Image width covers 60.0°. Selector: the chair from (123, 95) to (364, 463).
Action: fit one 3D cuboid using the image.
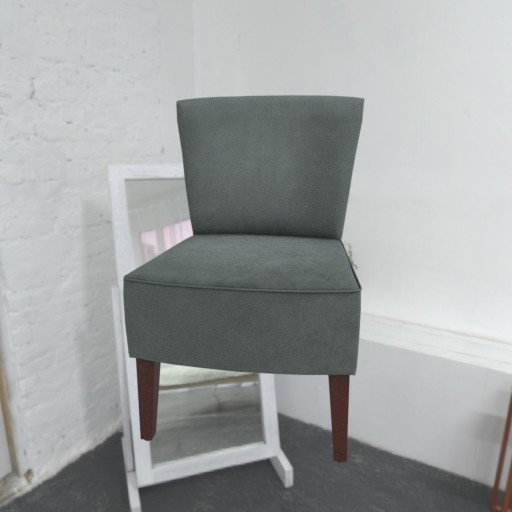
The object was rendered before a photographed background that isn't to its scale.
[{"bbox_3d":[0.000,0.000,1.124,0.521,0.806,0.554,2,15,9],"label":"chair"}]
